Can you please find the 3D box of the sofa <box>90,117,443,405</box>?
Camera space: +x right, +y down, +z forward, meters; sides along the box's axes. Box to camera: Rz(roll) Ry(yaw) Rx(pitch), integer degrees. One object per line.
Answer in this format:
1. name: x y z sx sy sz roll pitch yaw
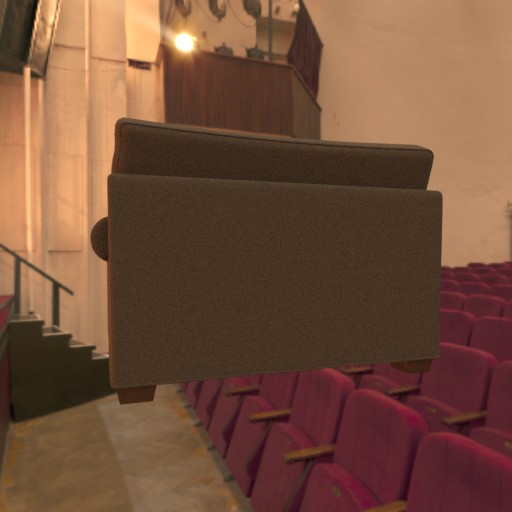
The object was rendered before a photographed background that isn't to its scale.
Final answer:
1. sofa: 0.000 0.000 2.029 1.410 0.953 0.940 0 1 -19
